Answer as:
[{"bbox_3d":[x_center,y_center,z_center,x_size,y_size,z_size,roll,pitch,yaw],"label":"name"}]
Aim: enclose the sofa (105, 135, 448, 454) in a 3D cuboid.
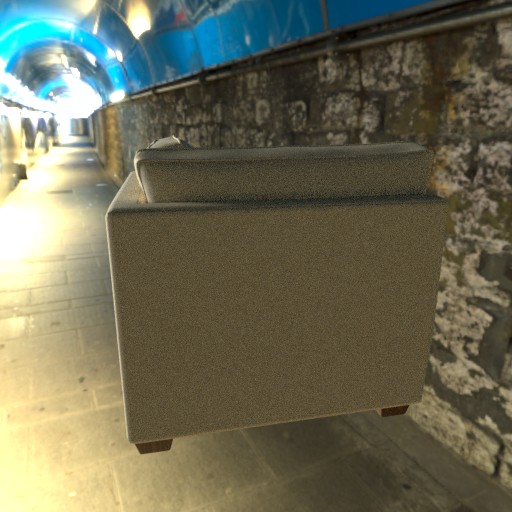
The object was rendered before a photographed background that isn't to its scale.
[{"bbox_3d":[0.000,0.000,1.929,1.084,1.002,1.146,-3,17,-11],"label":"sofa"}]
